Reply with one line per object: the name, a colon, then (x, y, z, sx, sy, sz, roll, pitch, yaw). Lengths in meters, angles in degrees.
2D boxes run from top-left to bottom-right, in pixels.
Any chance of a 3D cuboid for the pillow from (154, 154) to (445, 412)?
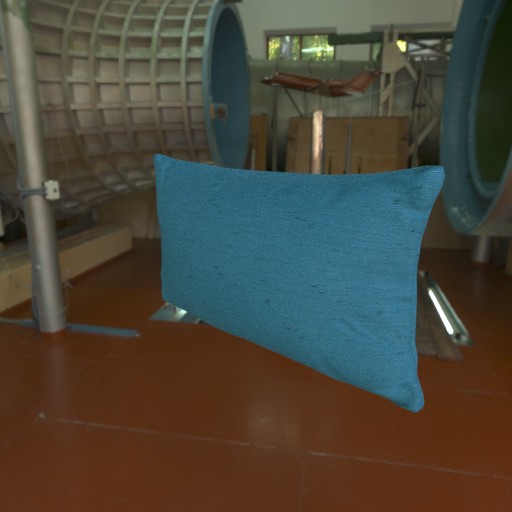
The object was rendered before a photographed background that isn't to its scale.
pillow: (0.000, 0.000, 0.783, 0.210, 0.338, 0.633, -14, 21, -43)
